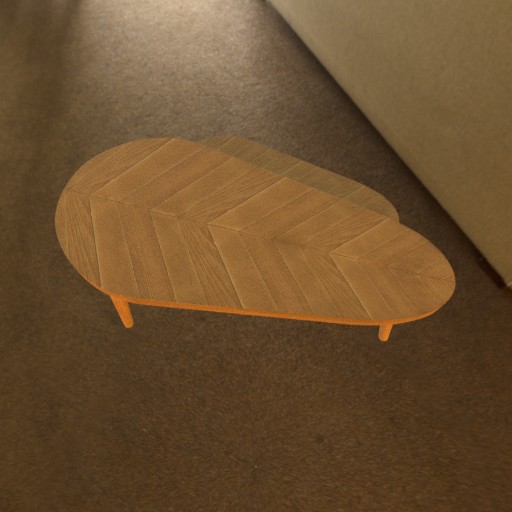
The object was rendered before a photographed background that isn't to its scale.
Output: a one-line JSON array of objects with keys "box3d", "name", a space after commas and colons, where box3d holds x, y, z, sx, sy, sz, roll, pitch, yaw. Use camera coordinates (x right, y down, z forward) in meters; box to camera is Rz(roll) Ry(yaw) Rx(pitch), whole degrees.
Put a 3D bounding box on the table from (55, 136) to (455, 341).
[{"box3d": [0.000, 0.000, 1.598, 1.190, 0.595, 0.701, 14, 65, 7], "name": "table"}]
